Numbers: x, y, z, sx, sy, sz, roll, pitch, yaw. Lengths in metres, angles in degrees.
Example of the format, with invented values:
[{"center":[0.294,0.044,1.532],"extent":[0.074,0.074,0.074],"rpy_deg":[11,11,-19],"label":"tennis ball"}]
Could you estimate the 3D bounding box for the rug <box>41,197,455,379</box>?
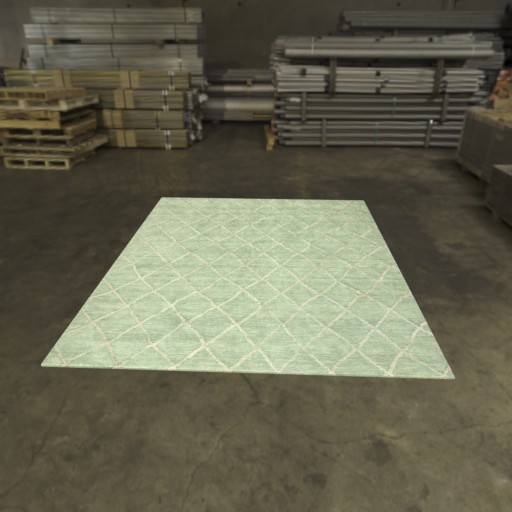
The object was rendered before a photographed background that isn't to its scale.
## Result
[{"center":[0.000,0.000,3.940],"extent":[2.420,0.019,3.039],"rpy_deg":[1,26,2],"label":"rug"}]
